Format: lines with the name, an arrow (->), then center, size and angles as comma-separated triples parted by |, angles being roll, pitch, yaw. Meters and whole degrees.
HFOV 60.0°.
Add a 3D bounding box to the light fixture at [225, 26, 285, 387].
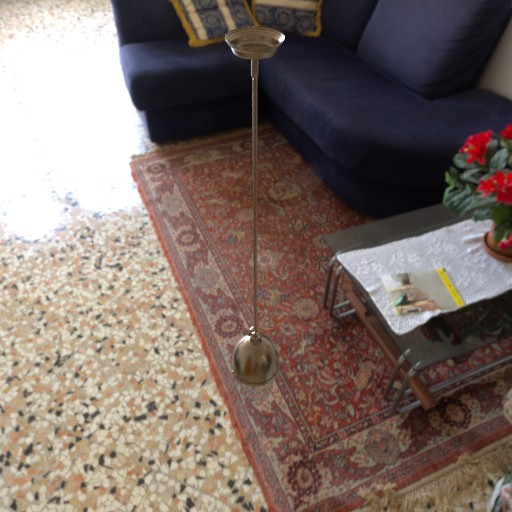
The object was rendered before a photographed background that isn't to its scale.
light fixture -> 0.000, 0.000, 1.456 | 0.217, 1.367, 0.211 | 24, 50, 22
